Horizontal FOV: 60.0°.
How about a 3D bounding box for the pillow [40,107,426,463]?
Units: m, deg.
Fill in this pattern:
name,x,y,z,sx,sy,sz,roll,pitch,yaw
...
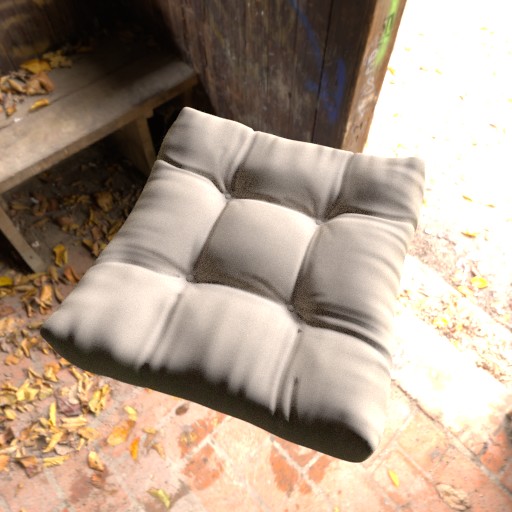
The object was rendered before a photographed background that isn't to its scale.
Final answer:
name,x,y,z,sx,sy,sz,roll,pitch,yaw
pillow,0.000,0.000,0.698,0.468,0.128,0.490,16,59,10
